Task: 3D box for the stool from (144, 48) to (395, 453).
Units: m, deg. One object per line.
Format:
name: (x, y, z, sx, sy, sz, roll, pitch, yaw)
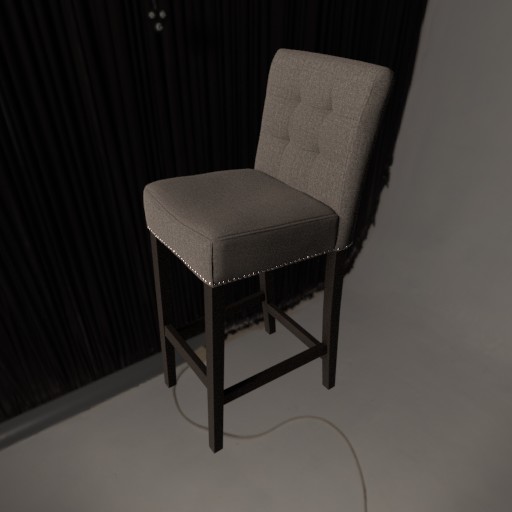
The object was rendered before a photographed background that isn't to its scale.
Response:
stool: (0.000, 0.000, 1.307, 0.548, 1.047, 0.411, -21, 38, -29)
